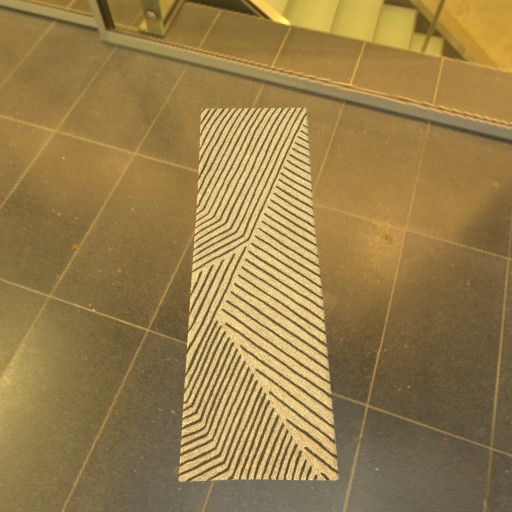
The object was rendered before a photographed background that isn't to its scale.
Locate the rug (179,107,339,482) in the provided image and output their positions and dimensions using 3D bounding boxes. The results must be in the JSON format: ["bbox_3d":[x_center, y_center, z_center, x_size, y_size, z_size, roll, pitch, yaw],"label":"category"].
[{"bbox_3d":[0.000,0.000,2.692,0.773,0.020,2.439,-1,63,0],"label":"rug"}]
